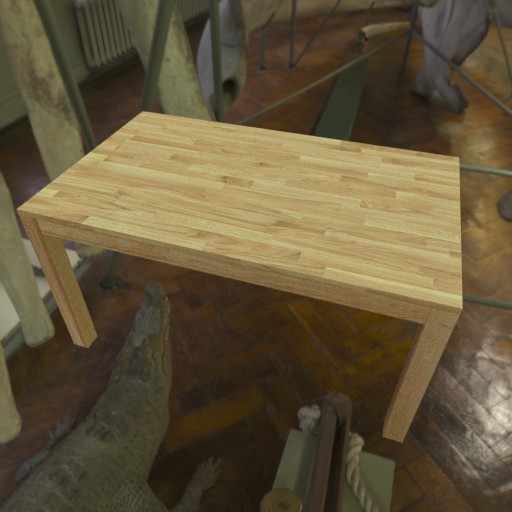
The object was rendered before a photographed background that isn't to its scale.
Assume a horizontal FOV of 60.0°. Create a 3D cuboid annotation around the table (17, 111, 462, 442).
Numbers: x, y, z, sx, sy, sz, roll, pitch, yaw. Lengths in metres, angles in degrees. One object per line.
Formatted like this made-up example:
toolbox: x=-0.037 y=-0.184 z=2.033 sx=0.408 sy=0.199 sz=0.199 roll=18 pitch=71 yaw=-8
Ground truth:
table: x=0.000 y=0.000 z=1.974 sx=1.500 sy=0.770 sz=0.900 roll=12 pitch=42 yaw=14
